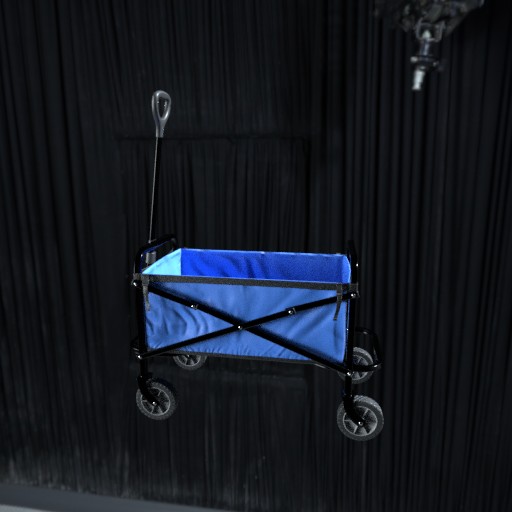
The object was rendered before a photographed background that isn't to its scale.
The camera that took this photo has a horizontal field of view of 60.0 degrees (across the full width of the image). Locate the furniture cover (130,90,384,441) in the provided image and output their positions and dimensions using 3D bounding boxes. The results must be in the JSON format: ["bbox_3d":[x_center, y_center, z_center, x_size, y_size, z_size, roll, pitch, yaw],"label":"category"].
[{"bbox_3d":[0.000,0.000,1.821,1.038,1.295,0.532,2,14,9],"label":"furniture cover"}]
